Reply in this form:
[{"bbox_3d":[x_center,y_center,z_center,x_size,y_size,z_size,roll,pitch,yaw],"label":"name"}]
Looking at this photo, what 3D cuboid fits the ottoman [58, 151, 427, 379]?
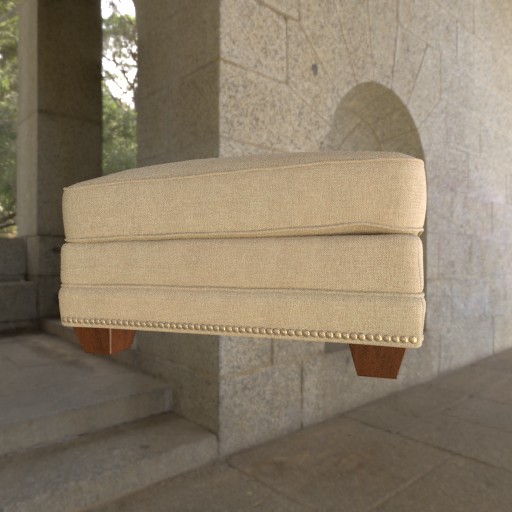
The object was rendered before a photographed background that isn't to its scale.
[{"bbox_3d":[0.000,0.000,1.149,0.813,0.458,0.559,0,0,18],"label":"ottoman"}]
